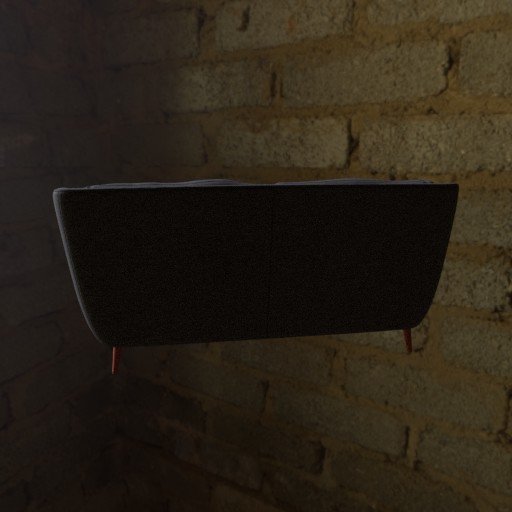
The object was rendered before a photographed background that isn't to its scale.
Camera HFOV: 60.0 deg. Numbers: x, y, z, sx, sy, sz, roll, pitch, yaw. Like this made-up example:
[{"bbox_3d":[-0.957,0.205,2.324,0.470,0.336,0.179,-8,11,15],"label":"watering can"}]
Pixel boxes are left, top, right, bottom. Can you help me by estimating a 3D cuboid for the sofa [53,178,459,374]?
[{"bbox_3d":[0.000,0.000,2.466,1.929,0.896,0.975,-2,14,-8],"label":"sofa"}]
